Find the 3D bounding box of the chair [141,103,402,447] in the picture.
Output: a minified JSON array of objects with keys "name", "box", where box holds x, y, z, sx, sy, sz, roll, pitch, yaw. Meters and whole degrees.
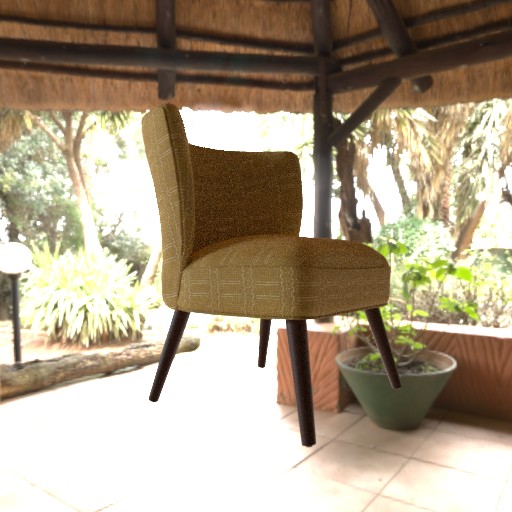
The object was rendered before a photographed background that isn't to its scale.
[{"name":"chair","box":[0.000,0.000,1.442,0.758,0.866,0.706,-1,-2,36]}]
